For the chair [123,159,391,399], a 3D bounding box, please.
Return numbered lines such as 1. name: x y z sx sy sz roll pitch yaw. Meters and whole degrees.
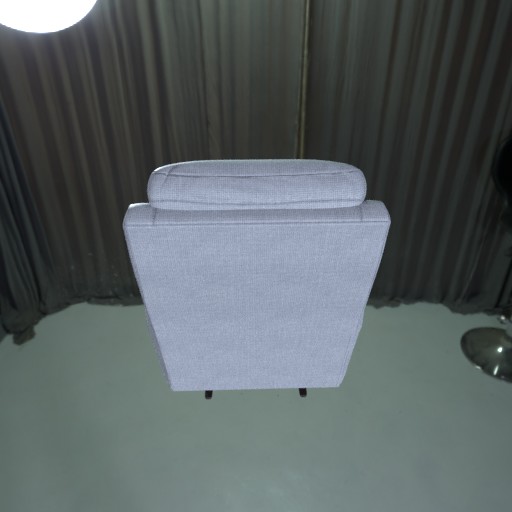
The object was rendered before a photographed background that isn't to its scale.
1. chair: 0.000 0.000 1.784 0.829 1.030 1.080 -1 30 -1
